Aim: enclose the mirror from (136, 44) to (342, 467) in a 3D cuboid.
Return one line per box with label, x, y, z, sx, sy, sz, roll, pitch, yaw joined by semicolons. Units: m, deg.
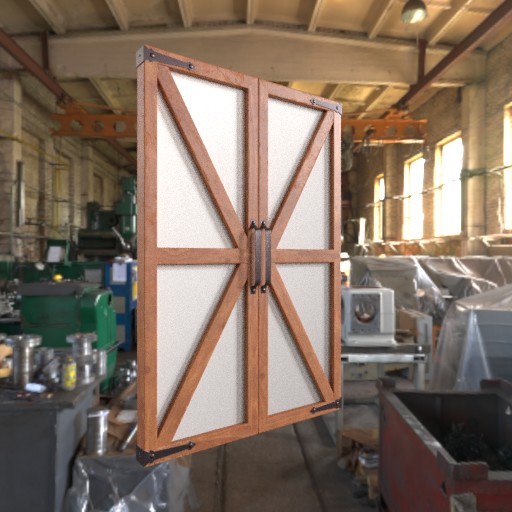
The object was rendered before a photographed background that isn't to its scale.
mirror;0.000;0.000;0.955;0.517;0.761;0.053;0;0;-36
